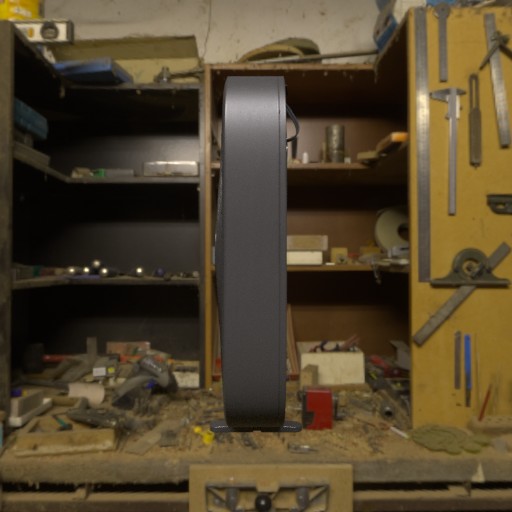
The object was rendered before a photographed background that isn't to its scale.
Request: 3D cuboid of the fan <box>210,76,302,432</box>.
[{"bbox_3d":[0.000,0.000,0.810,0.142,0.533,0.526,0,0,0],"label":"fan"}]
